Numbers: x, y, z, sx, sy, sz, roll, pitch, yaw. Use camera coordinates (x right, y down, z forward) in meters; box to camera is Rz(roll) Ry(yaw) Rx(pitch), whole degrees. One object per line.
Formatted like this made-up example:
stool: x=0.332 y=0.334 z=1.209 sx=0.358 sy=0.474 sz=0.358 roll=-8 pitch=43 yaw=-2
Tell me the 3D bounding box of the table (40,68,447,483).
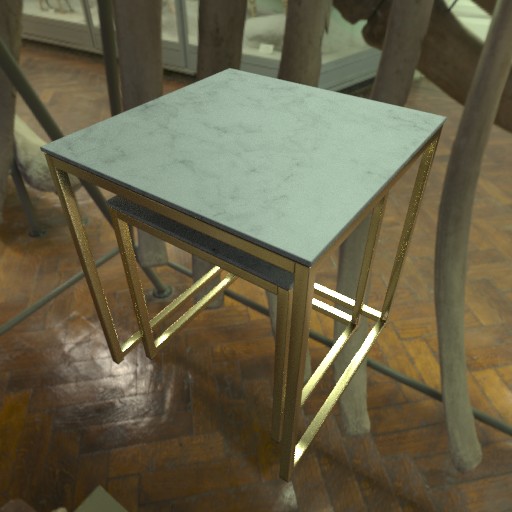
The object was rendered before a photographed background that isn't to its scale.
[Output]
table: x=0.000 y=0.000 z=0.842 sx=0.450 sy=0.500 sz=0.450 roll=24 pitch=45 yaw=26
